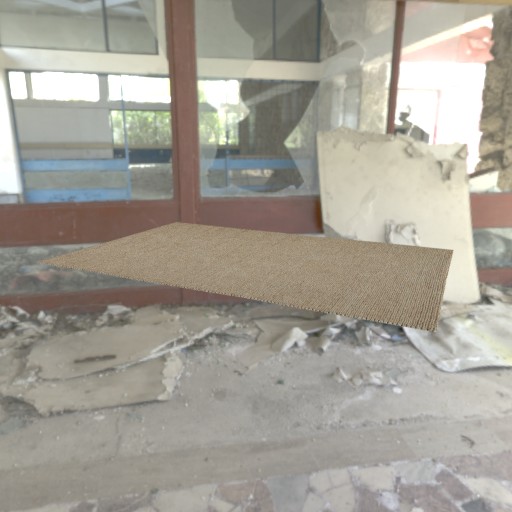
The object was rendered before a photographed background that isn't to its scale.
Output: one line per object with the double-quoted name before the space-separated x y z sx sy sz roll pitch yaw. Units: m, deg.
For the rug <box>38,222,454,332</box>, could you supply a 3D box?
"rug" 0.000 0.000 3.054 2.439 0.011 1.533 7 17 25
